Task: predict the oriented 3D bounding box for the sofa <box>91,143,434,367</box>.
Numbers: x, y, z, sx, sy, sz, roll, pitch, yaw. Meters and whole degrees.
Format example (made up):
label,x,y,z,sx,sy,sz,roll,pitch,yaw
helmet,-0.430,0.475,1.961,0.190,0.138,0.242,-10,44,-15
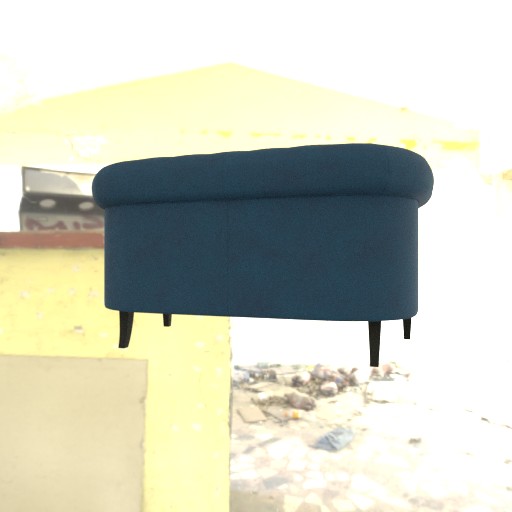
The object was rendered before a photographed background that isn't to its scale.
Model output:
label,x,y,z,sx,sy,sz,roll,pitch,yaw
sofa,0.000,0.000,2.067,1.558,0.827,0.835,0,0,18
